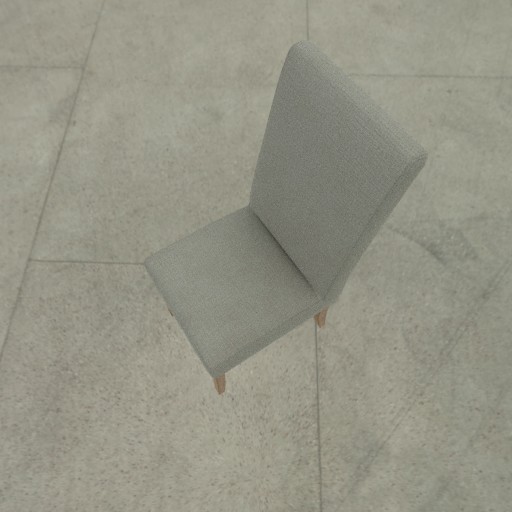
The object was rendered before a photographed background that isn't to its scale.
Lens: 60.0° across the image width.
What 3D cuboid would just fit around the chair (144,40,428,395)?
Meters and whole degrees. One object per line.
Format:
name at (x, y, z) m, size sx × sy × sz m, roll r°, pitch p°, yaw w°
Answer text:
chair at (0.000, 0.000, 1.382) m, size 0.611 × 1.033 × 0.450 m, roll -31°, pitch 67°, yaw -14°
